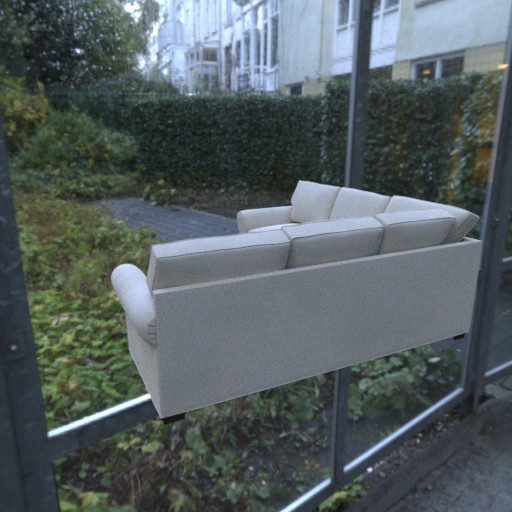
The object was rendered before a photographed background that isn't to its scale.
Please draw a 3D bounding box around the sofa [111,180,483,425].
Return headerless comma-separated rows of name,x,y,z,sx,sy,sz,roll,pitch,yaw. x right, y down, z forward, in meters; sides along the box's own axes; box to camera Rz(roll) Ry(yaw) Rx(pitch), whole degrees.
sofa,0.000,0.000,3.899,2.569,1.054,2.487,-8,18,-25
